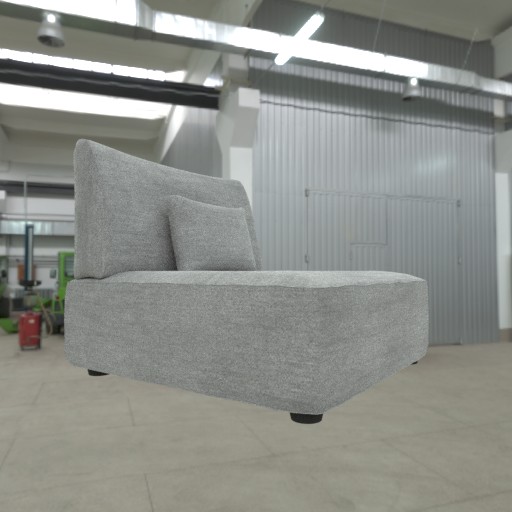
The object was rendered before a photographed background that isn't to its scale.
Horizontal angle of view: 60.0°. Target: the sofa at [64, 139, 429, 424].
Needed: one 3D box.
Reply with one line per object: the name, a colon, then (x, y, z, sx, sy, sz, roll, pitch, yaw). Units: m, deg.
sofa: (0.000, 0.000, 1.652, 1.000, 0.820, 0.930, -1, -2, 35)
